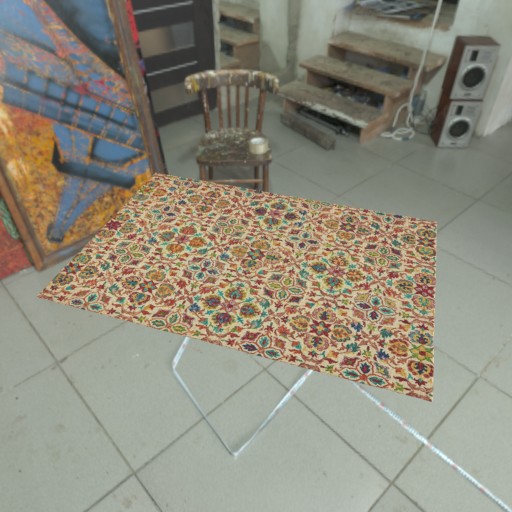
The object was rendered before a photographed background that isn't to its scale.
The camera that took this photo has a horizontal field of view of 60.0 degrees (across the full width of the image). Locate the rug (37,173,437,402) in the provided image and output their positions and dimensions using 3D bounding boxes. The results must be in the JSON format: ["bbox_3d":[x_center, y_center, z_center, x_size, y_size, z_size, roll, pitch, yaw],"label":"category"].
[{"bbox_3d":[0.000,0.000,2.374,1.838,0.013,1.226,12,42,13],"label":"rug"}]
